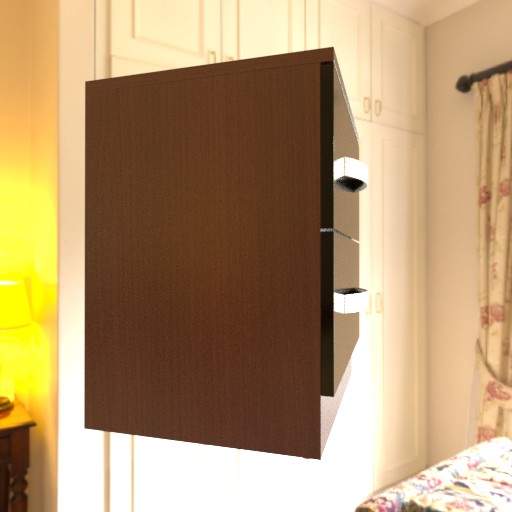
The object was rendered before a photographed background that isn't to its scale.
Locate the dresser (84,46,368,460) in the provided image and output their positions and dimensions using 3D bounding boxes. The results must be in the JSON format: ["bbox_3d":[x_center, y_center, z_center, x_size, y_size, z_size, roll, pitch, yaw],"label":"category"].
[{"bbox_3d":[0.000,0.000,0.735,0.360,0.470,0.400,0,0,17],"label":"dresser"}]
